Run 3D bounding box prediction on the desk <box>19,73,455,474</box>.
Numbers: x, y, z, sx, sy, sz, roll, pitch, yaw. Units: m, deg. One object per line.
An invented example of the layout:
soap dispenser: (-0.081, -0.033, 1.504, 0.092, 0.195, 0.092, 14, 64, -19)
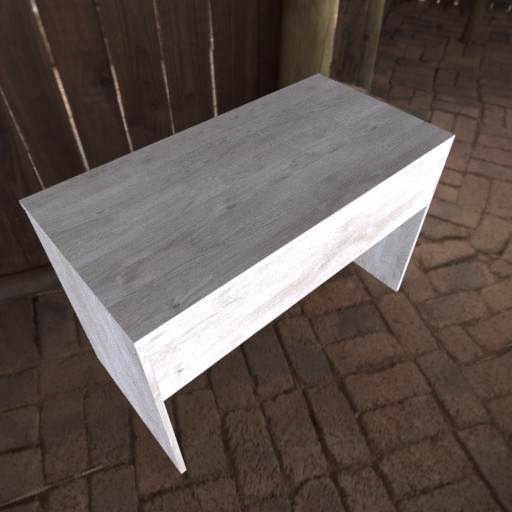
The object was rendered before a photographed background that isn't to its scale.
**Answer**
desk: (0.000, 0.000, 1.487, 1.100, 0.730, 0.560, -33, 54, -27)
